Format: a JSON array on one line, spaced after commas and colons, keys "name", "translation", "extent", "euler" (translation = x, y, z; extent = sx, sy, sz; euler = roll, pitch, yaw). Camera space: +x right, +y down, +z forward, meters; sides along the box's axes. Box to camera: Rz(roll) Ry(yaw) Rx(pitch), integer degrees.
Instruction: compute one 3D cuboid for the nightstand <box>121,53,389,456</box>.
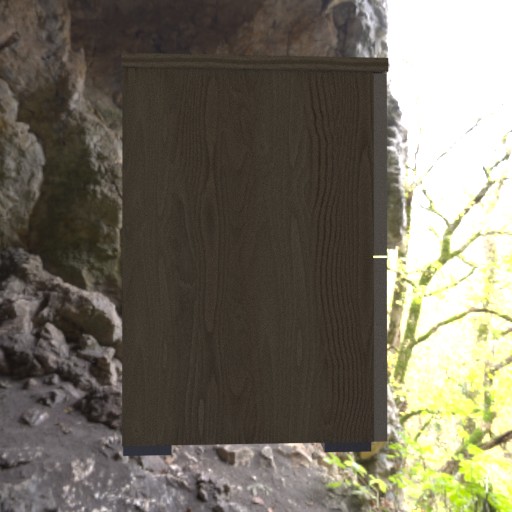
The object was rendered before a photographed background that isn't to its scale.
[{"name": "nightstand", "translation": [0.000, 0.000, 0.731], "extent": [0.325, 0.461, 0.442], "euler": [0, 0, -2]}]
